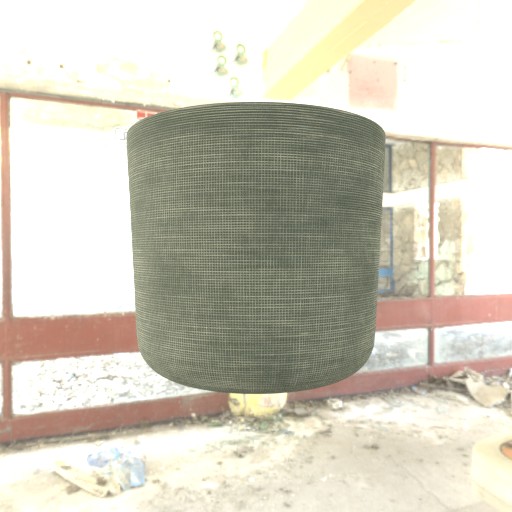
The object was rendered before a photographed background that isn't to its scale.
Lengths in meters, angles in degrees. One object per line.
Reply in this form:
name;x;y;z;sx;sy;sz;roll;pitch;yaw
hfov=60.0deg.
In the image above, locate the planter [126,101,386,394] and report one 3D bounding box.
planter;0.000;0.000;0.785;0.440;0.398;0.440;0;0;0
